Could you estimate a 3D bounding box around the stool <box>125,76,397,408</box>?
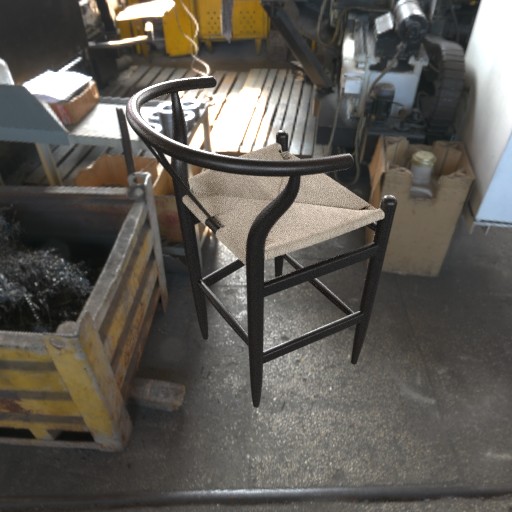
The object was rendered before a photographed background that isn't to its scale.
[{"bbox_3d":[0.000,0.000,1.326,0.579,0.970,0.569,-24,46,-25],"label":"stool"}]
